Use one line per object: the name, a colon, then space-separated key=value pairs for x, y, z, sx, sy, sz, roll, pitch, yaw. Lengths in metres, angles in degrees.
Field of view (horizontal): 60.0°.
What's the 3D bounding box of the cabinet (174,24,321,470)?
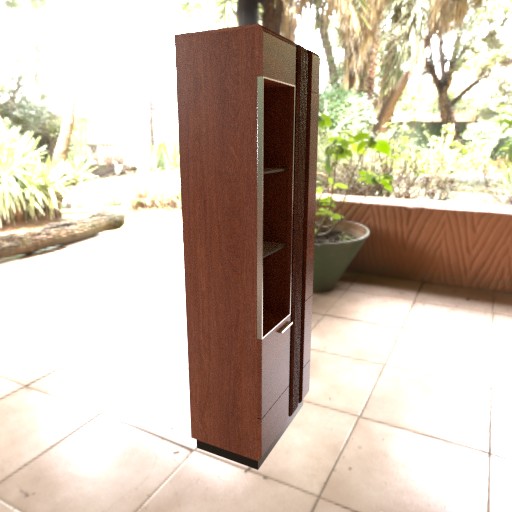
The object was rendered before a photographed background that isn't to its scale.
cabinet: x=0.000 y=0.000 z=2.259 sx=0.420 sy=1.980 sz=0.660 roll=7 pitch=16 yaw=26
